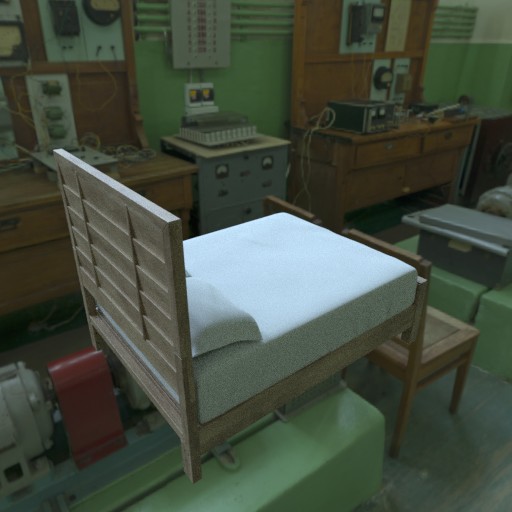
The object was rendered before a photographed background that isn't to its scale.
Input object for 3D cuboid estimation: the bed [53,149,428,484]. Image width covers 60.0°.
[{"bbox_3d":[0.000,0.000,3.366,2.197,1.626,1.626,-19,32,-33],"label":"bed"}]
